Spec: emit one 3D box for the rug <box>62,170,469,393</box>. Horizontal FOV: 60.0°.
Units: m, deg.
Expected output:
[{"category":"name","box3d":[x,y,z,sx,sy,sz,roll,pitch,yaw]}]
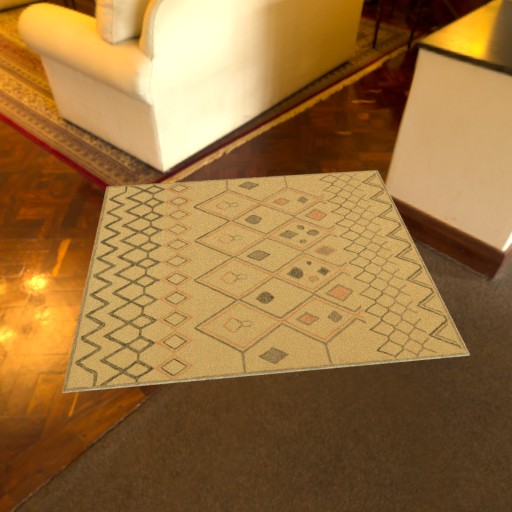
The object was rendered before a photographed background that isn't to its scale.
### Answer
[{"category":"rug","box3d":[0.000,0.000,4.134,3.050,0.016,2.441,-4,46,-4]}]
